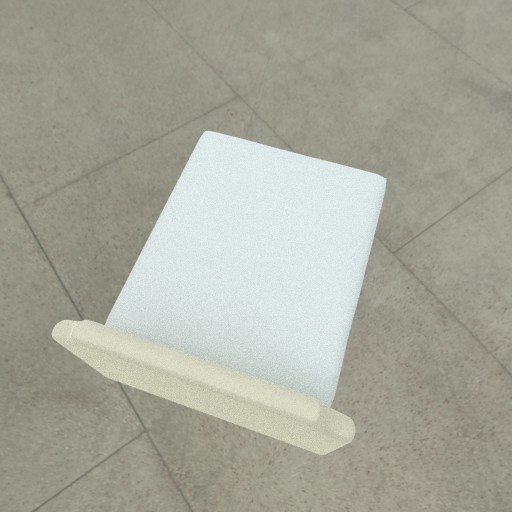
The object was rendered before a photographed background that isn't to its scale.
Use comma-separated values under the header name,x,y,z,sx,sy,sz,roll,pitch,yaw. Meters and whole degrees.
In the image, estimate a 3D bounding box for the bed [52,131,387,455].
name,x,y,z,sx,sy,sz,roll,pitch,yaw
bed,0.000,0.000,3.307,1.827,1.296,2.209,17,64,8
